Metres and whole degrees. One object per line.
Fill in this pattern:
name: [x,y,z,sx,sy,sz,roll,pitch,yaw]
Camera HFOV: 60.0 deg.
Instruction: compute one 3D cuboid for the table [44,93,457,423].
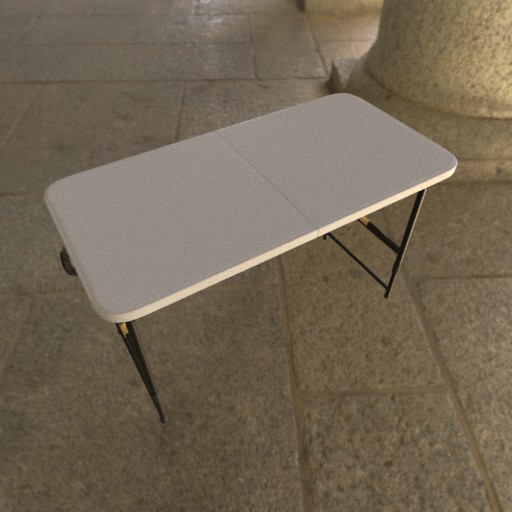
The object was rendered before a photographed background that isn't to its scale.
table: [0.000,0.000,1.656,1.245,0.737,0.611,-24,51,-21]
